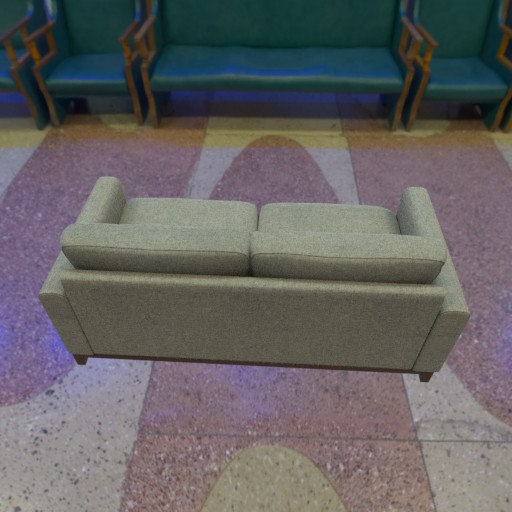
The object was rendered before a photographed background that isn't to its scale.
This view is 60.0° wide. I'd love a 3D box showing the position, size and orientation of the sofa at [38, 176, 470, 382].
[{"bbox_3d":[0.000,0.000,2.446,1.978,0.892,0.969,2,46,2],"label":"sofa"}]
